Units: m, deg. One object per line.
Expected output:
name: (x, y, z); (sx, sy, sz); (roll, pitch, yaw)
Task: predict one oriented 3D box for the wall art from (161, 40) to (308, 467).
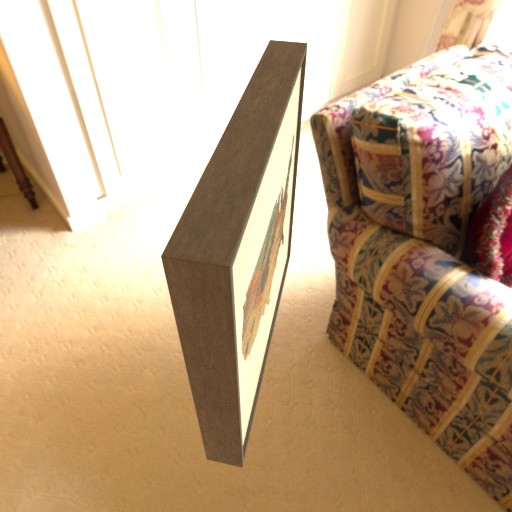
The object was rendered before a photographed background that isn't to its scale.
wall art: (0.000, 0.000, 0.443); (0.038, 0.302, 0.303); (9, 47, 8)
